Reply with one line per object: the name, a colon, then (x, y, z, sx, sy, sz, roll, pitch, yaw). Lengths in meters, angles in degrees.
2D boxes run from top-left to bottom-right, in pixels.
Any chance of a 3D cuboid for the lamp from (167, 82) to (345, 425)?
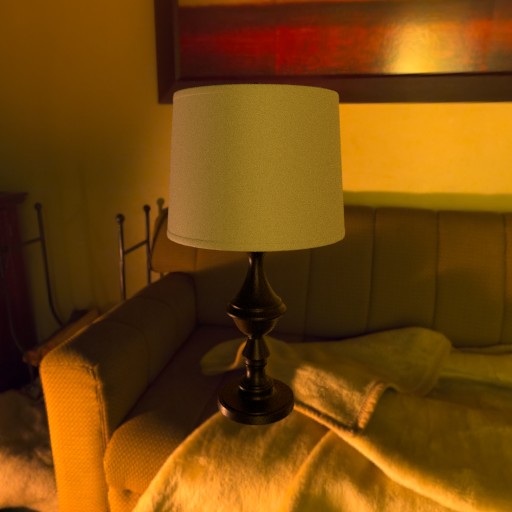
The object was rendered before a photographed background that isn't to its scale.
lamp: (0.000, 0.000, 0.984, 0.383, 0.726, 0.383, 0, 13, 0)
